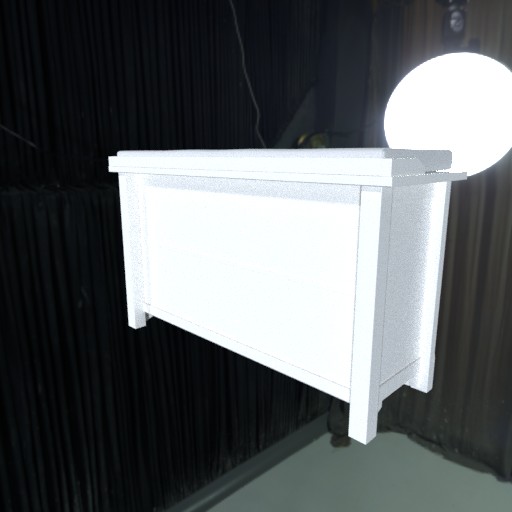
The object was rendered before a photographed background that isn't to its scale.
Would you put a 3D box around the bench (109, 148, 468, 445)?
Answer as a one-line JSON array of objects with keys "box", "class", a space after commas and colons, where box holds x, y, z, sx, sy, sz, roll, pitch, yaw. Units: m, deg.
[{"box": [0.000, 0.000, 1.262, 0.987, 0.589, 0.346, 12, 18, 43], "class": "bench"}]
